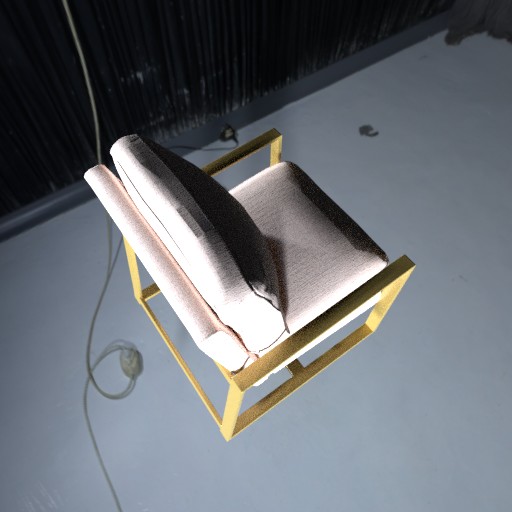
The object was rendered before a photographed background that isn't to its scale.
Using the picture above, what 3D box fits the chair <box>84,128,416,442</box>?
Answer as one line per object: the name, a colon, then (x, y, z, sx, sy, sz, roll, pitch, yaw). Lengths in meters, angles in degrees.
chair: (0.000, 0.000, 1.560, 0.813, 0.956, 0.758, -31, 64, -17)
